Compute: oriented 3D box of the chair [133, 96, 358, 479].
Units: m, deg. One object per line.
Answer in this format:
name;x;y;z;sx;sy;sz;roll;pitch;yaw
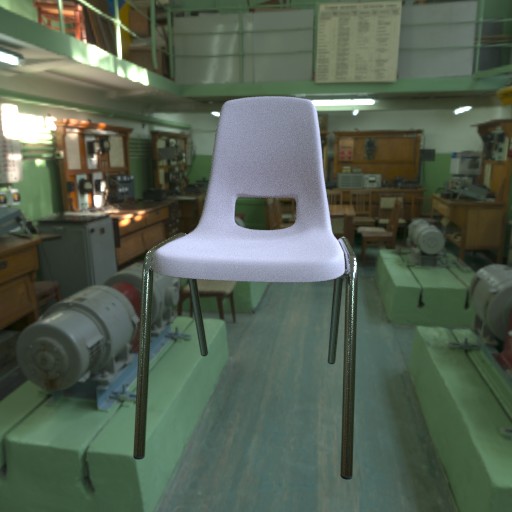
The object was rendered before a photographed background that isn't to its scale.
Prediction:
chair;0.000;0.000;0.889;0.381;0.653;0.436;2;13;8
